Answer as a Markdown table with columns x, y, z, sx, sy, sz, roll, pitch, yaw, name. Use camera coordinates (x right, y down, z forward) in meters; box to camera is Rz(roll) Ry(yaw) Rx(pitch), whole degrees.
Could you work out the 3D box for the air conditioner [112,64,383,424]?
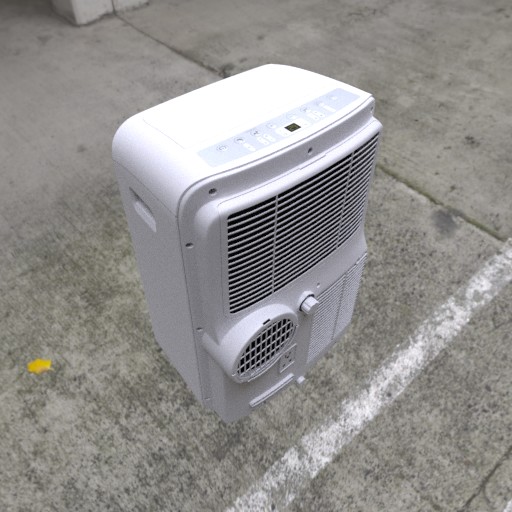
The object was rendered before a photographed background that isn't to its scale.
| x | y | z | sx | sy | sz | roll | pitch | yaw | name |
| --- | --- | --- | --- | --- | --- | --- | --- | --- | --- |
| 0.000 | 0.000 | 0.960 | 0.454 | 0.700 | 0.365 | -32 | 55 | -27 | air conditioner |
